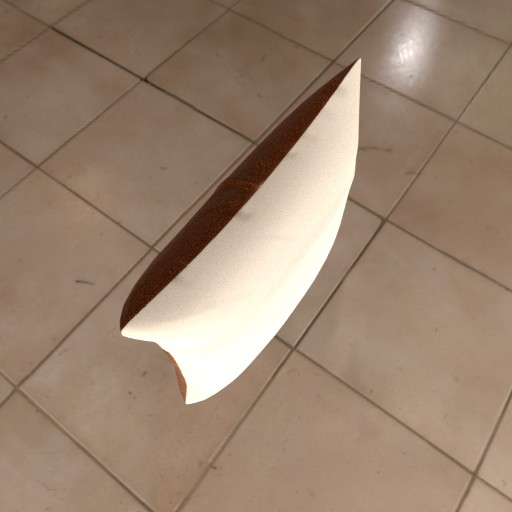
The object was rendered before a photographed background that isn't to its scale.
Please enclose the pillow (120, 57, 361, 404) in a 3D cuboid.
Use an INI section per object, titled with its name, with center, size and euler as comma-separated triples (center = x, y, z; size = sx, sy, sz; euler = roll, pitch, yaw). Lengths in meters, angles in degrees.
[pillow]
center = 0.000, 0.000, 0.756
size = 0.192, 0.477, 0.501
euler = 32, 67, 15
